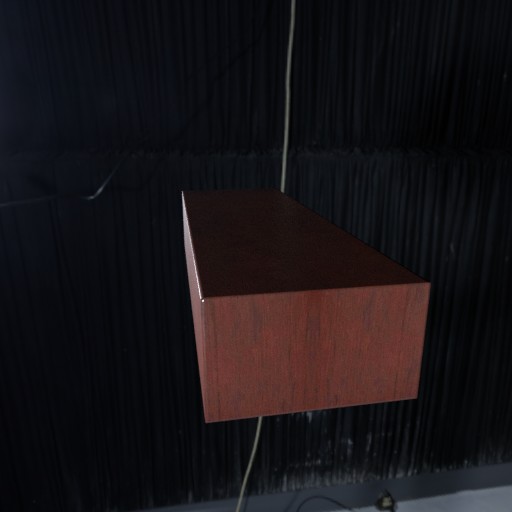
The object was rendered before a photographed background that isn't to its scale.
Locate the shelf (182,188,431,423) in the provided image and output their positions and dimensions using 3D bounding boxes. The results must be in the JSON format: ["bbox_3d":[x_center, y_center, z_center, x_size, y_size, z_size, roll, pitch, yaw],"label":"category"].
[{"bbox_3d":[0.000,0.000,0.509,0.152,0.088,0.457,-3,17,-10],"label":"shelf"}]
